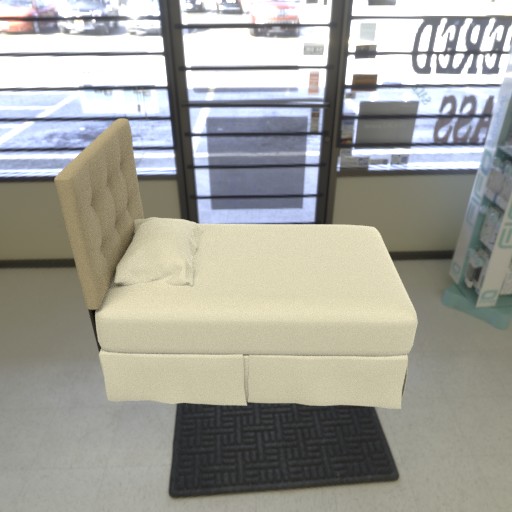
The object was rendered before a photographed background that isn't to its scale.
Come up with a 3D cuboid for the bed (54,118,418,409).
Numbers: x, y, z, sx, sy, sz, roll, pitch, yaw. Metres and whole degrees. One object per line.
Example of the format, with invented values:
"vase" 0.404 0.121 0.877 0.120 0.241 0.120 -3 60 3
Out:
"bed" 0.000 0.000 3.032 1.997 1.571 1.261 1 32 1
